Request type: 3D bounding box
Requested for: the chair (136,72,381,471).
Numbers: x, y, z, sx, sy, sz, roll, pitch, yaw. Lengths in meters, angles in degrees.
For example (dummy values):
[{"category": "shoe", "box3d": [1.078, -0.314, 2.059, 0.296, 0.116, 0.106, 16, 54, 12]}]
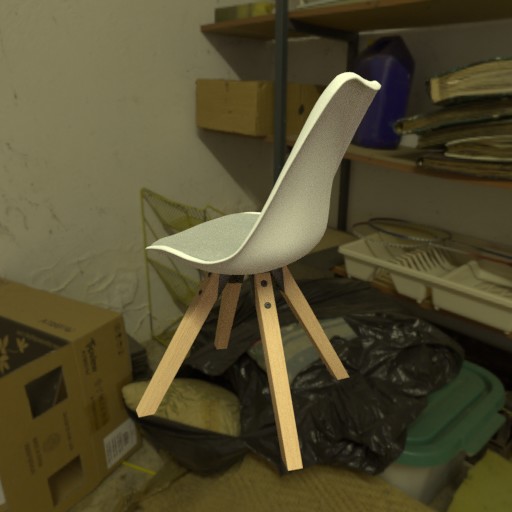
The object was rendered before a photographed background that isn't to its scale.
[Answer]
[{"category": "chair", "box3d": [0.000, 0.000, 1.156, 0.550, 0.850, 0.485, 8, 19, 25]}]
